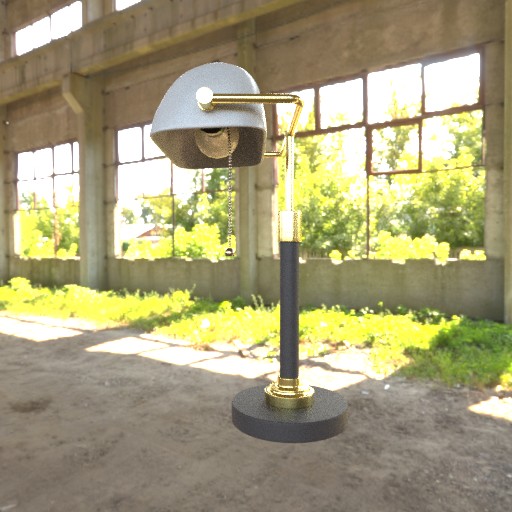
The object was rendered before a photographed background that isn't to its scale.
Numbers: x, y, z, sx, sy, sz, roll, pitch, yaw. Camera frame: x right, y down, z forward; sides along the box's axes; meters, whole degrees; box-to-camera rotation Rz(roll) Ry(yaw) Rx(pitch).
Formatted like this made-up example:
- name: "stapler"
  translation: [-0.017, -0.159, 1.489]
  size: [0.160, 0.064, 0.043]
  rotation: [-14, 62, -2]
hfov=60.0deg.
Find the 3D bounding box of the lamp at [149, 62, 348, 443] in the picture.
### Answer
- name: "lamp"
  translation: [0.000, 0.000, 0.548]
  size: [0.227, 0.404, 0.269]
  rotation: [0, 1, -1]
